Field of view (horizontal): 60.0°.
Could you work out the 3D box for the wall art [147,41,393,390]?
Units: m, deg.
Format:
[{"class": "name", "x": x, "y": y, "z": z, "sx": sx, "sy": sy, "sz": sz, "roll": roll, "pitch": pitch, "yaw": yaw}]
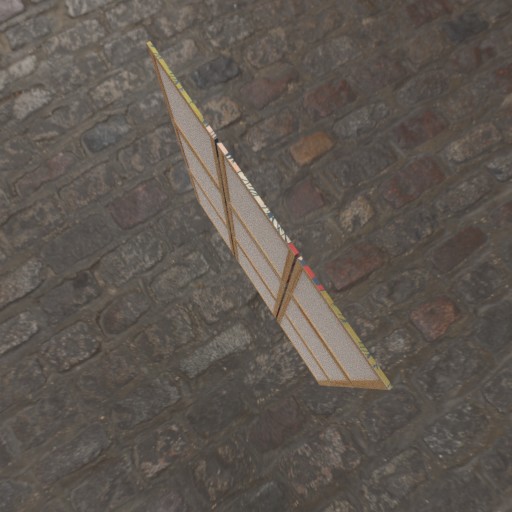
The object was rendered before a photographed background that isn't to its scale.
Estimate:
[{"class": "wall art", "x": 0.000, "y": 0.000, "z": 1.799, "sx": 0.013, "sy": 1.218, "sz": 1.206, "roll": -32, "pitch": 77, "yaw": -8}]
